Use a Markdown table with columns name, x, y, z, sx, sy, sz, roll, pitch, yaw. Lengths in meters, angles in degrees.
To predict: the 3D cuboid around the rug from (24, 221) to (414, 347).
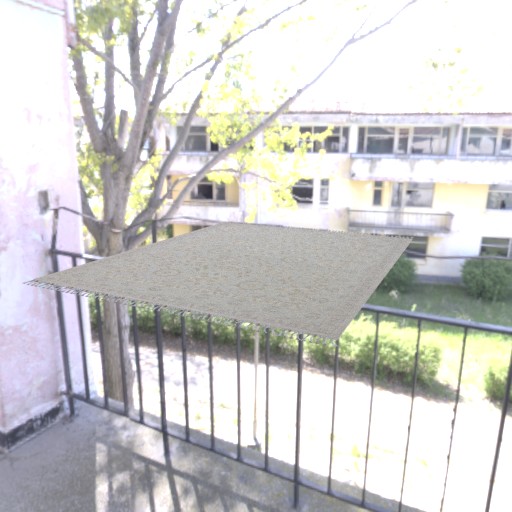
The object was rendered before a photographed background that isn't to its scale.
| name | x | y | z | sx | sy | sz | roll | pitch | yaw |
| --- | --- | --- | --- | --- | --- | --- | --- | --- | --- |
| rug | 0.000 | 0.000 | 4.100 | 2.444 | 0.013 | 3.043 | 7 | 16 | 26 |
